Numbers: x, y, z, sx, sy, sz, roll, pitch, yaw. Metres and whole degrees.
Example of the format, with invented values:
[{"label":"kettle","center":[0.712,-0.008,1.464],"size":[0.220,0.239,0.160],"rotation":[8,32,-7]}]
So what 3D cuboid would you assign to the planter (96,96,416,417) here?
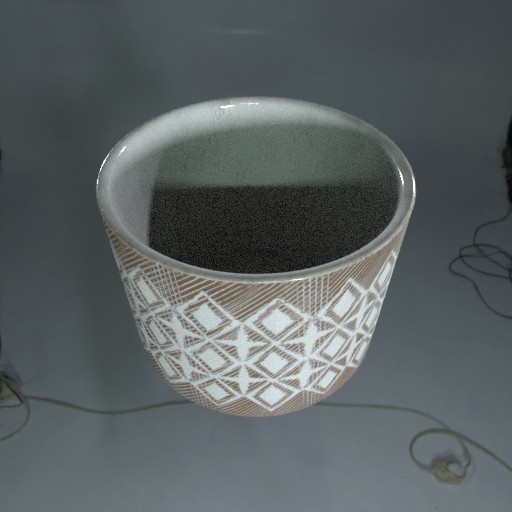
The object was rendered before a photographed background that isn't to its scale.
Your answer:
[{"label":"planter","center":[0.000,0.000,0.217],"size":[0.126,0.104,0.126],"rotation":[0,45,0]}]
